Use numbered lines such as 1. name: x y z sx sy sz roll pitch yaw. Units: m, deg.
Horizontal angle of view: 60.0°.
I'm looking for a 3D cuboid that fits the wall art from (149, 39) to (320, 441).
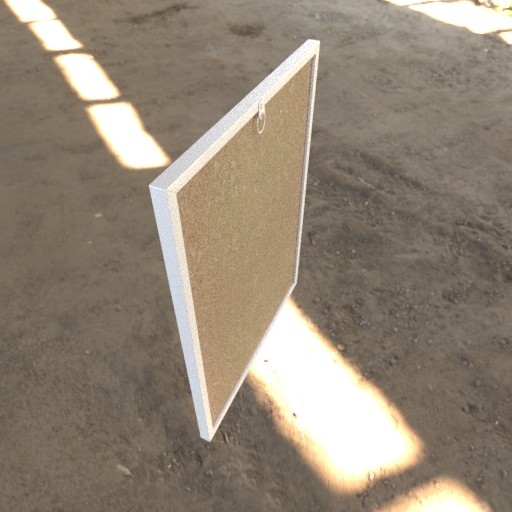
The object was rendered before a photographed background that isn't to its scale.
1. wall art: 0.000 0.000 1.408 0.042 1.056 0.805 18 48 18
